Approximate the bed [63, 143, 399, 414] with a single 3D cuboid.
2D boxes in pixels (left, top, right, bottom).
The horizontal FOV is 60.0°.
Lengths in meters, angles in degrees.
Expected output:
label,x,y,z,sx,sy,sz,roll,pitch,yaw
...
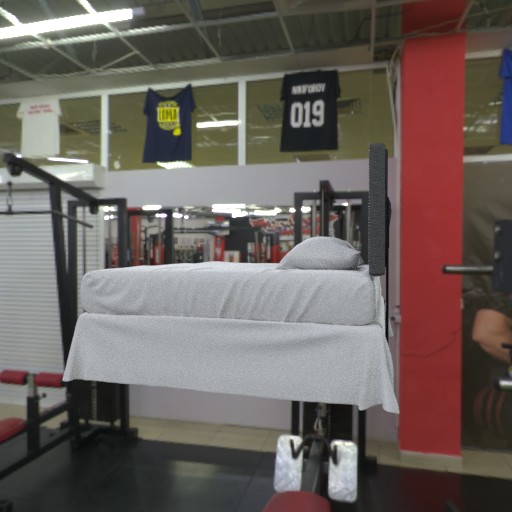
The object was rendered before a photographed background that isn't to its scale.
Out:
label,x,y,z,sx,sy,sz,roll,pitch,yaw
bed,0.000,0.000,3.681,2.219,1.651,2.314,0,0,16
